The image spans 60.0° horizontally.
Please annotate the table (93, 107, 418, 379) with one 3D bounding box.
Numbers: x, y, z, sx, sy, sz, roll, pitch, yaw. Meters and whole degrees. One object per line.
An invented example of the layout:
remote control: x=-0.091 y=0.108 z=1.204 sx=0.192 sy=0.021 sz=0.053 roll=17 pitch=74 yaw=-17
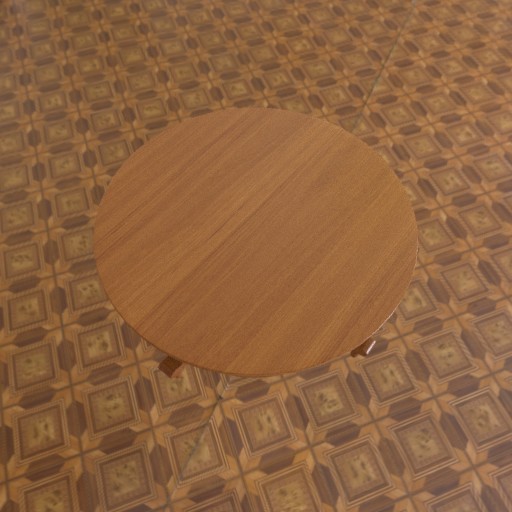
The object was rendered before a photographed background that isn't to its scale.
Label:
table: x=0.000 y=0.000 z=1.628 sx=1.029 sy=0.490 sz=1.029 roll=0 pitch=59 yaw=0
